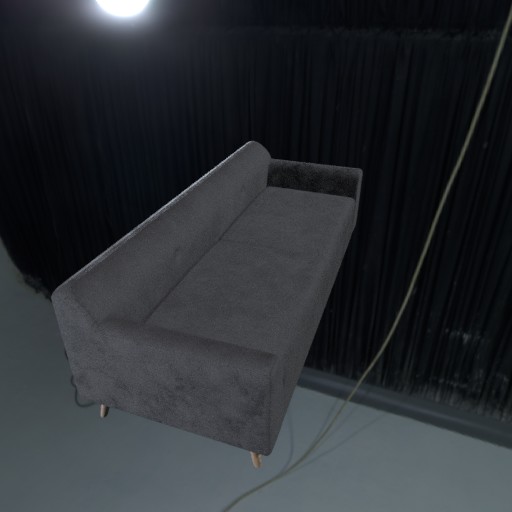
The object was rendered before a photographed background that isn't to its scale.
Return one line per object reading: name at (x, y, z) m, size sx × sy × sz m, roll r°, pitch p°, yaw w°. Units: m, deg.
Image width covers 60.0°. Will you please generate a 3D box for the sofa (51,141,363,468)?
sofa at (0.000, 0.000, 2.608) m, size 0.900 × 0.740 × 2.190 m, roll 10°, pitch 32°, yaw 17°
